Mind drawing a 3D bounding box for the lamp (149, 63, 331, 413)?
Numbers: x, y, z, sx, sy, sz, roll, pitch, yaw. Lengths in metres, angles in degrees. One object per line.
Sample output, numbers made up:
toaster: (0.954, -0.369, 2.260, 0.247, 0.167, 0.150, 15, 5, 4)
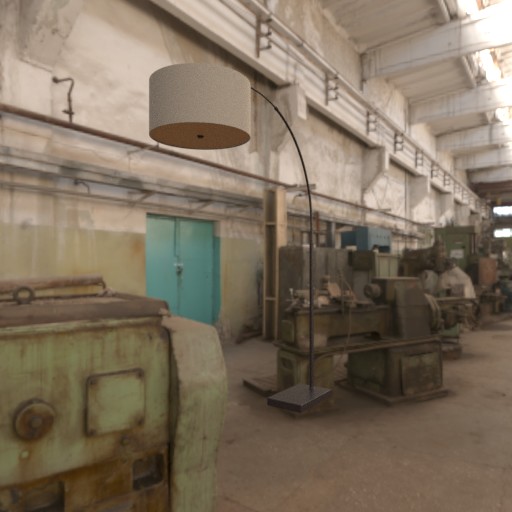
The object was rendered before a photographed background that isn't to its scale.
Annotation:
lamp: (0.000, 0.000, 2.557, 0.493, 1.927, 1.424, 0, 0, 36)
